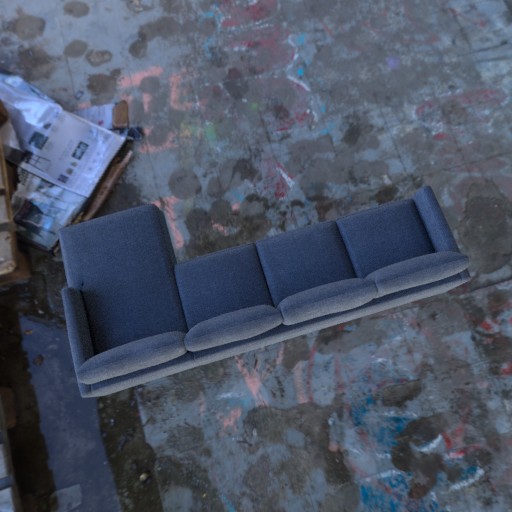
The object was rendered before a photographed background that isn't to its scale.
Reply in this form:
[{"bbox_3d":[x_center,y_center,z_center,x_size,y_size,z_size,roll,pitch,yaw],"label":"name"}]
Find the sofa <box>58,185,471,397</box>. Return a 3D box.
[{"bbox_3d":[0.000,0.000,3.465,2.932,0.810,1.350,-16,75,-4],"label":"sofa"}]
